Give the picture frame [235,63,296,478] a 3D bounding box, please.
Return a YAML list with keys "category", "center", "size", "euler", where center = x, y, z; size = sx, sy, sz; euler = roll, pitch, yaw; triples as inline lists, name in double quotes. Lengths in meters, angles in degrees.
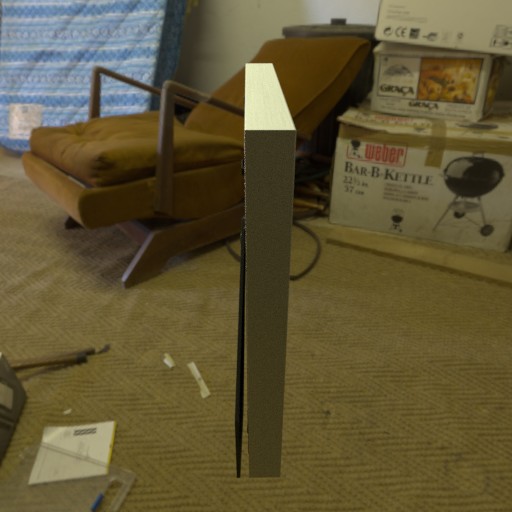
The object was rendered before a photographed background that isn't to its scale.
- category: "picture frame"
  center: [0.000, 0.000, 0.389]
  size: [0.036, 0.282, 0.233]
  euler: [-1, 31, -1]
